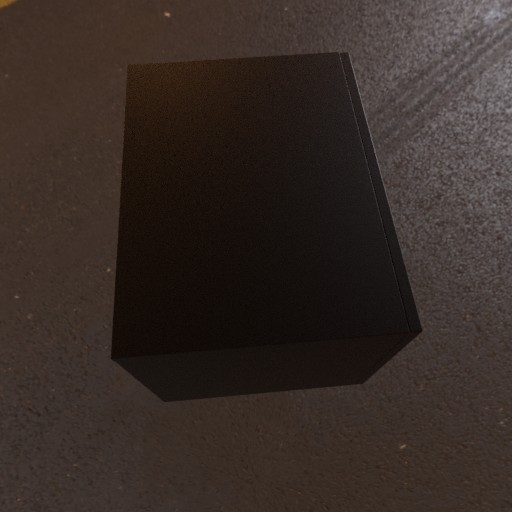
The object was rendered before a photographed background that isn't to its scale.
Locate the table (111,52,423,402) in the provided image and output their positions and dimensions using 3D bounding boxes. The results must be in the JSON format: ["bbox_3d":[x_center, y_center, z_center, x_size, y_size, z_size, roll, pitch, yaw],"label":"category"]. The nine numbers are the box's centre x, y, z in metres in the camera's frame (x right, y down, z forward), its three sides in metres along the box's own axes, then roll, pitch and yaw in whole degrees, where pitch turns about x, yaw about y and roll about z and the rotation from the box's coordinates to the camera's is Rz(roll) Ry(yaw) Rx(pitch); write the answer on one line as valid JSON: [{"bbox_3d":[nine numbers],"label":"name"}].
[{"bbox_3d":[0.000,0.000,0.988,0.441,0.584,0.564,-5,63,-2],"label":"table"}]
